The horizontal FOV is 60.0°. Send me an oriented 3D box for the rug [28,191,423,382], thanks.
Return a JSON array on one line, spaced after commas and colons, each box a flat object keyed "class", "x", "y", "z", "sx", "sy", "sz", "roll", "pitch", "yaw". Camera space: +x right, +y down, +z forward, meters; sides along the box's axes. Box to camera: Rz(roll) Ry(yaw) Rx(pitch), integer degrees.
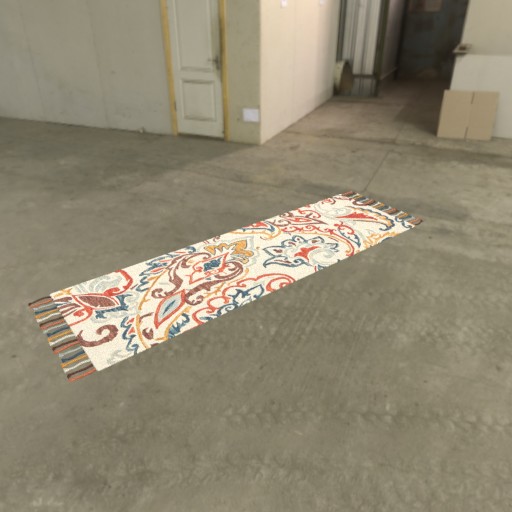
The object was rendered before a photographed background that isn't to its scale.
[{"class": "rug", "x": 0.000, "y": 0.000, "z": 2.949, "sx": 2.682, "sy": 0.015, "sz": 0.763, "roll": -21, "pitch": 37, "yaw": -32}]
